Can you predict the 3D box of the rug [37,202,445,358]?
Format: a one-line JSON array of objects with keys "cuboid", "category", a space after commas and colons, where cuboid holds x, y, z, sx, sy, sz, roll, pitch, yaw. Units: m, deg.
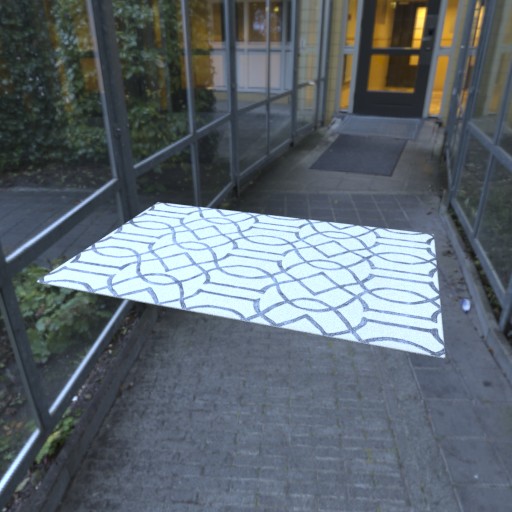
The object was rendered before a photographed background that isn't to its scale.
[{"cuboid": [0.000, 0.000, 3.061, 2.365, 0.017, 1.521, 8, 28, 16], "category": "rug"}]
